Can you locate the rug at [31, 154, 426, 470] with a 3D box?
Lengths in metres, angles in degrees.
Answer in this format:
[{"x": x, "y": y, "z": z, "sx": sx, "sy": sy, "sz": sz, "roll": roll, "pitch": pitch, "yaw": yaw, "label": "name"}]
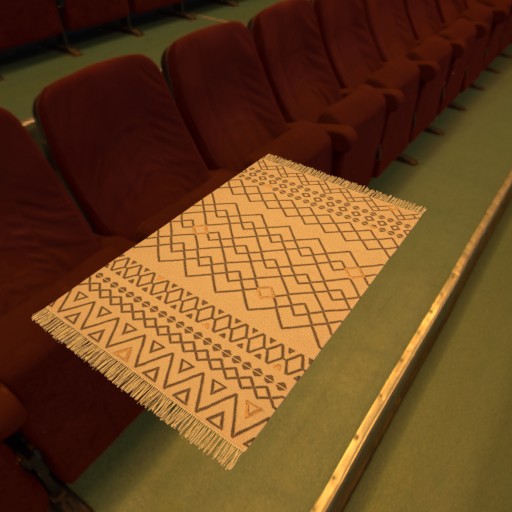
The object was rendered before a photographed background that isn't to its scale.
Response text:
[{"x": 0.000, "y": 0.000, "z": 2.461, "sx": 1.224, "sy": 0.028, "sz": 2.023, "roll": 26, "pitch": 47, "yaw": 26, "label": "rug"}]
